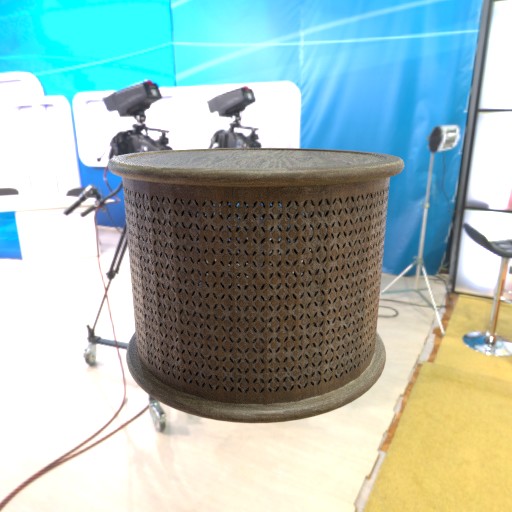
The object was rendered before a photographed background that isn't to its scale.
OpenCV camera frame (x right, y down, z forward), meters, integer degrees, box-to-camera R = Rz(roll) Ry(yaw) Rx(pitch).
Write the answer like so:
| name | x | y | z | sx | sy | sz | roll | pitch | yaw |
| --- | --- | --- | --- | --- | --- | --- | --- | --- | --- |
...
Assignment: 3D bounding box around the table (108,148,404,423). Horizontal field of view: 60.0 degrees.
| name | x | y | z | sx | sy | sz | roll | pitch | yaw |
| --- | --- | --- | --- | --- | --- | --- | --- | --- | --- |
| table | 0.000 | 0.000 | 1.014 | 0.607 | 0.450 | 0.607 | 0 | 17 | 0 |
